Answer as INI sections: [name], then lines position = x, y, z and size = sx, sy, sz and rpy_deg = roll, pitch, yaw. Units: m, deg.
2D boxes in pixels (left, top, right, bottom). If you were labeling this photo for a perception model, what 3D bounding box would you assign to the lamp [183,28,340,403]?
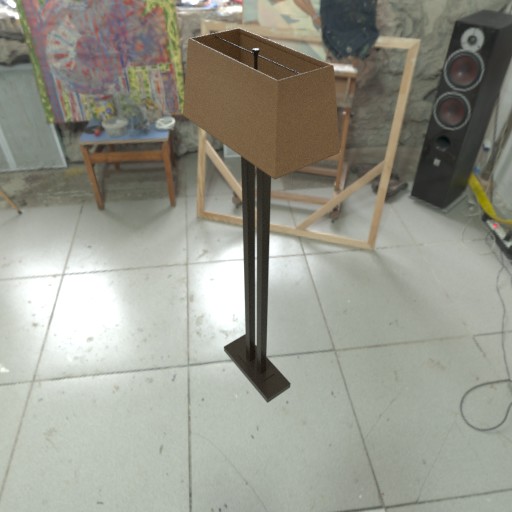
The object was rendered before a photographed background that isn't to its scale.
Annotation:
[lamp]
position = 0.000, 0.000, 1.662
size = 0.233, 1.469, 0.475
rpy_deg = -26, 48, -26
